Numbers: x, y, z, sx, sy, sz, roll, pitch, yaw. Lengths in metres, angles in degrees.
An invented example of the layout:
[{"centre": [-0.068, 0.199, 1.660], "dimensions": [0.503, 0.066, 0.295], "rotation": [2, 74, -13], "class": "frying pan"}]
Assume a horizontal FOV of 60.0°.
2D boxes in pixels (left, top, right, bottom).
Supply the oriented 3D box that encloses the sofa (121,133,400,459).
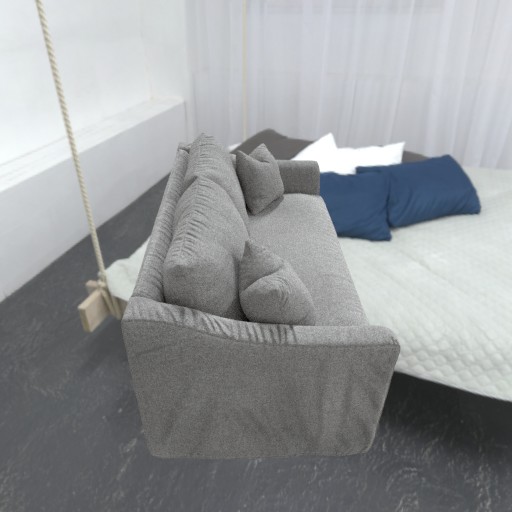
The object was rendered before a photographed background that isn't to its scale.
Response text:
[{"centre": [0.000, 0.000, 2.602], "dimensions": [1.072, 1.018, 2.010], "rotation": [-1, 32, -2], "class": "sofa"}]
